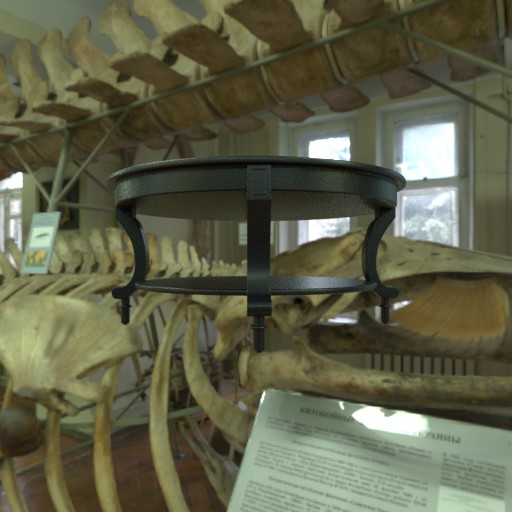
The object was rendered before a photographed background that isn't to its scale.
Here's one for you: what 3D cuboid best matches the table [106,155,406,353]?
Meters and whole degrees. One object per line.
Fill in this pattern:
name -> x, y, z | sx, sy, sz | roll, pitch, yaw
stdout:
table -> 0.000, 0.000, 1.597 | 1.029, 0.491, 1.029 | 0, 0, 0
